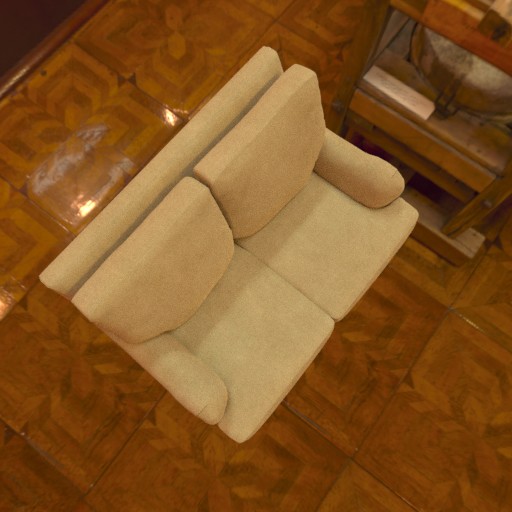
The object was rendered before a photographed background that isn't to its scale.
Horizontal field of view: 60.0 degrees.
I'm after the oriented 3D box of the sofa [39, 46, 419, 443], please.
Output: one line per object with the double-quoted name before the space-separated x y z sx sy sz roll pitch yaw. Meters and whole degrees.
"sofa" 0.000 0.000 2.239 1.086 1.087 1.498 39 78 10
